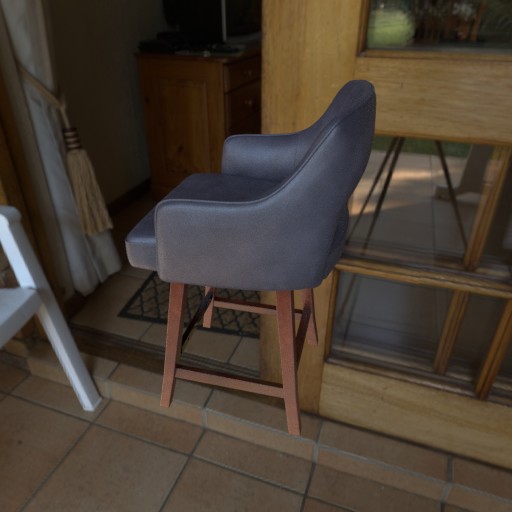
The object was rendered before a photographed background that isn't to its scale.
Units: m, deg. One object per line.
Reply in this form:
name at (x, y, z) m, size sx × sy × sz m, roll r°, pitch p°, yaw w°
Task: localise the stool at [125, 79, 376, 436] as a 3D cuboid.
stool at (0.000, 0.000, 1.270) m, size 0.560 × 0.936 × 0.550 m, roll 7°, pitch 32°, yaw 12°
